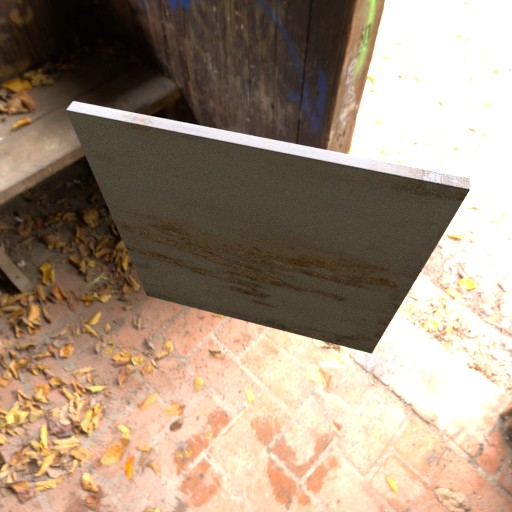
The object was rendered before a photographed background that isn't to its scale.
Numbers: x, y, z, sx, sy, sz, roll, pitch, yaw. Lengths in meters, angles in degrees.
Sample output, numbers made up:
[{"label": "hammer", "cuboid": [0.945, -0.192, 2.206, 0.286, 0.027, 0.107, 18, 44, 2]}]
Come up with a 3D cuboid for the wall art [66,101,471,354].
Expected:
[{"label": "wall art", "cuboid": [0.000, 0.000, 1.509, 1.015, 1.018, 0.040, 13, 58, 9]}]
